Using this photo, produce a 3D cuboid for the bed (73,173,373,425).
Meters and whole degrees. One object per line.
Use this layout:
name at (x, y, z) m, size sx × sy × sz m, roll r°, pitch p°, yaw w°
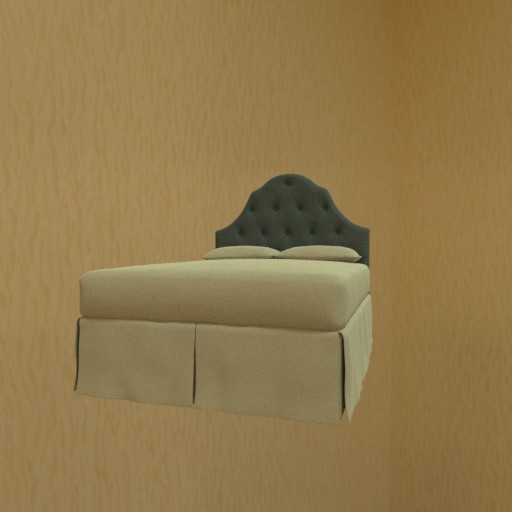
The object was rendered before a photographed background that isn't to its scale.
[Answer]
bed at (0.000, 0.000, 3.328) m, size 1.636 × 1.575 × 2.155 m, roll 0°, pitch 1°, yaw 18°
